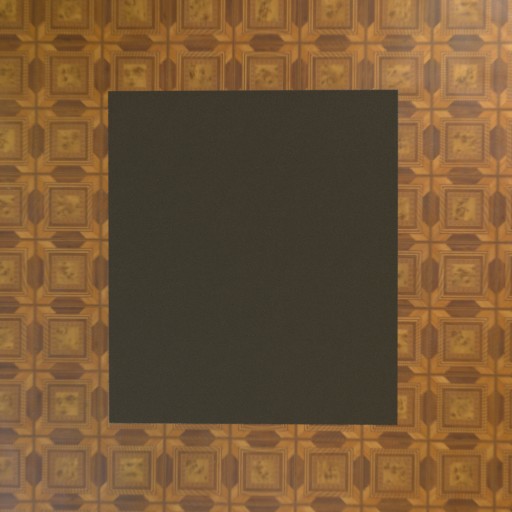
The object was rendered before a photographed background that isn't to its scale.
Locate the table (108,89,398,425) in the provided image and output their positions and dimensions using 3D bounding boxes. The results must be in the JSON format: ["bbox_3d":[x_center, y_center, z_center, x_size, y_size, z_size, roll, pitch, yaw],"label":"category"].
[{"bbox_3d":[0.000,0.000,0.913,0.399,0.610,0.460,0,90,1],"label":"table"}]
